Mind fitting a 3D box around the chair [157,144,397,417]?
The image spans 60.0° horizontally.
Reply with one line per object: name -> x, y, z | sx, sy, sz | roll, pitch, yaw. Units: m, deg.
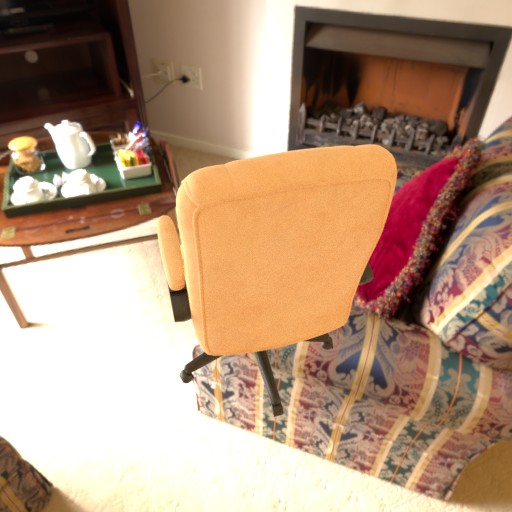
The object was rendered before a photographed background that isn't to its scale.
chair -> 0.000, 0.000, 1.542 | 0.667, 1.105, 0.724 | -10, 42, -12
